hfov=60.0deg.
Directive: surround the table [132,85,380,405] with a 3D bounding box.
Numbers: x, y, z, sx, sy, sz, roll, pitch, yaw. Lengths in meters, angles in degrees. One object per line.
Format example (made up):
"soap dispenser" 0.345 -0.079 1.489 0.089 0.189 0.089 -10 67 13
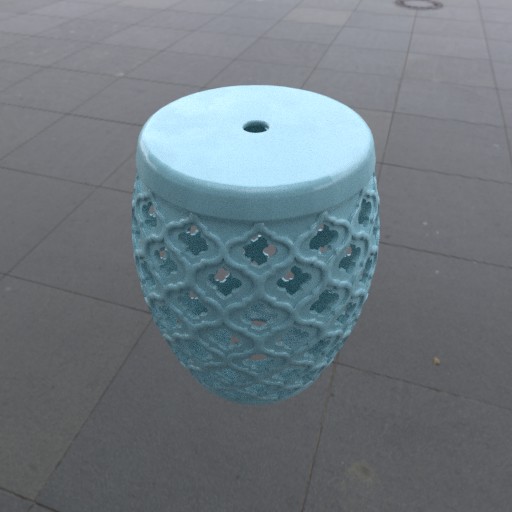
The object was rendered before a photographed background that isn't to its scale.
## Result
"table" 0.000 0.000 0.624 0.325 0.388 0.325 0 42 0
